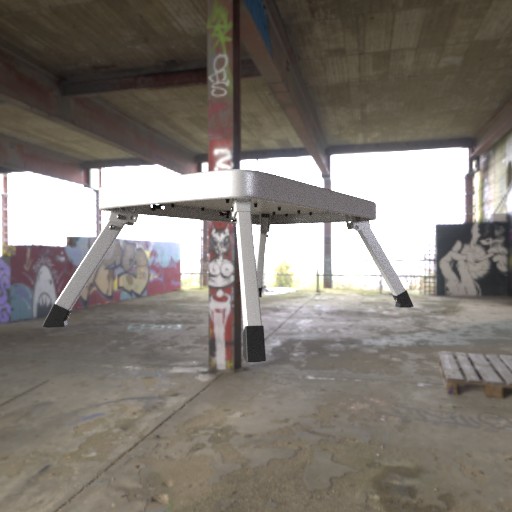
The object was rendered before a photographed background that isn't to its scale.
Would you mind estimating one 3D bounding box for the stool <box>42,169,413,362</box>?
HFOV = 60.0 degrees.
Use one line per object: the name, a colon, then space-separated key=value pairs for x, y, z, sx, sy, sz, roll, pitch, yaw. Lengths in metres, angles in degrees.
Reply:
stool: x=0.000 y=0.000 z=0.629 sx=0.320 sy=0.170 sz=0.460 roll=0 pitch=1 yaw=34
